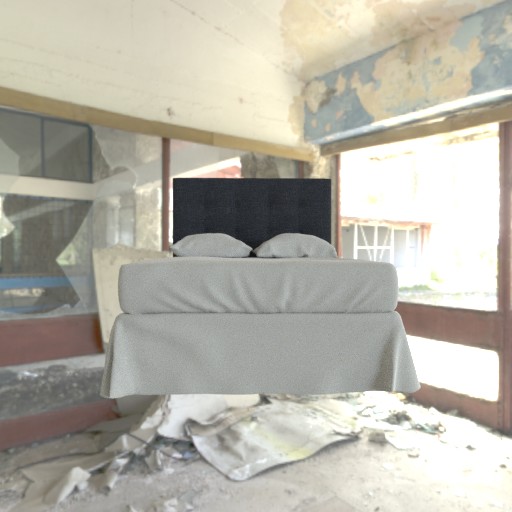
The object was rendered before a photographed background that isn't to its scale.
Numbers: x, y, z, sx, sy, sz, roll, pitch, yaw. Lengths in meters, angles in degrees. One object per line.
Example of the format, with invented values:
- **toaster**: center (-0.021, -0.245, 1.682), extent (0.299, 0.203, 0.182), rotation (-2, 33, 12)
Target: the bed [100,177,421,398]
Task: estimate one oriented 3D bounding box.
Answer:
- **bed**: center (0.000, 0.000, 3.558), extent (1.936, 1.577, 2.222), rotation (0, 0, -2)
